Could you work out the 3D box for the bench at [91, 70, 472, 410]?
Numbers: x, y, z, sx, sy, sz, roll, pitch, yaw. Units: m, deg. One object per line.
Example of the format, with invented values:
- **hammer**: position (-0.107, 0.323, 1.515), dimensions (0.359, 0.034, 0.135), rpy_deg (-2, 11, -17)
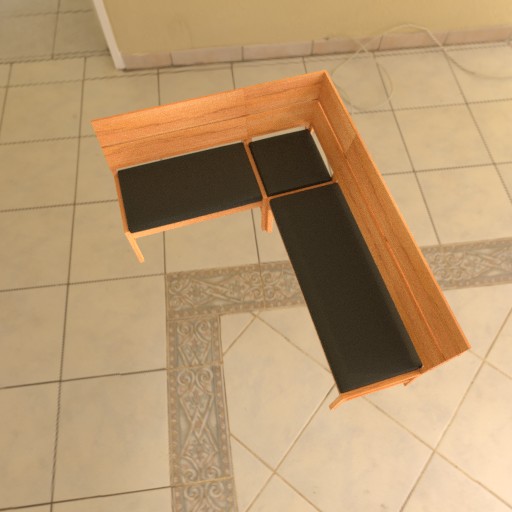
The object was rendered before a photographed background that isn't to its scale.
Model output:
- **bench**: position (0.000, 0.000, 2.804), dimensions (1.548, 0.890, 1.948), rpy_deg (-15, 64, -7)
